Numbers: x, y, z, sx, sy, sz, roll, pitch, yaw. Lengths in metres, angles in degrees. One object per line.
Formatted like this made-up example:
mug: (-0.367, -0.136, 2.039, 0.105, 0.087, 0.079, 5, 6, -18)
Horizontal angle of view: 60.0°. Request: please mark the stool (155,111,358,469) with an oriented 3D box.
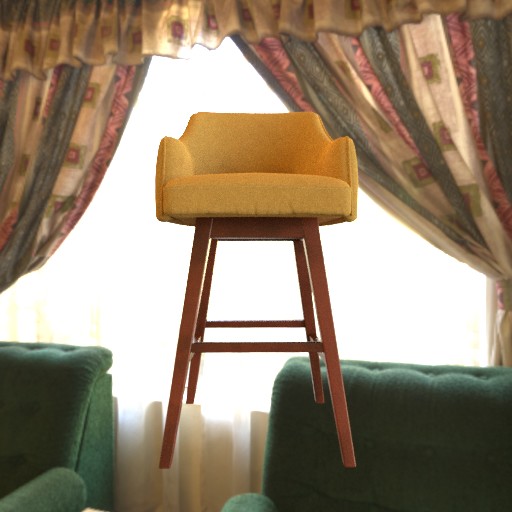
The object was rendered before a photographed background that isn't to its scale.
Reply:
stool: (0.000, 0.000, 1.328, 0.548, 1.012, 0.558, 0, 1, -1)
